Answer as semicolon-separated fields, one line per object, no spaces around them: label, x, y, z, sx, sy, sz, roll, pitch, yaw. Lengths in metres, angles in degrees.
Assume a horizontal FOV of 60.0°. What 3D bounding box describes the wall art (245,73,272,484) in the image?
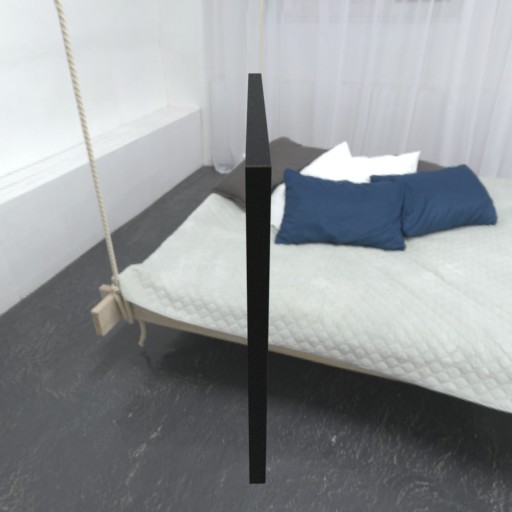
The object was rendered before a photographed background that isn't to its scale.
wall art;0.000;0.000;1.143;0.037;0.761;0.761;0;32;0
